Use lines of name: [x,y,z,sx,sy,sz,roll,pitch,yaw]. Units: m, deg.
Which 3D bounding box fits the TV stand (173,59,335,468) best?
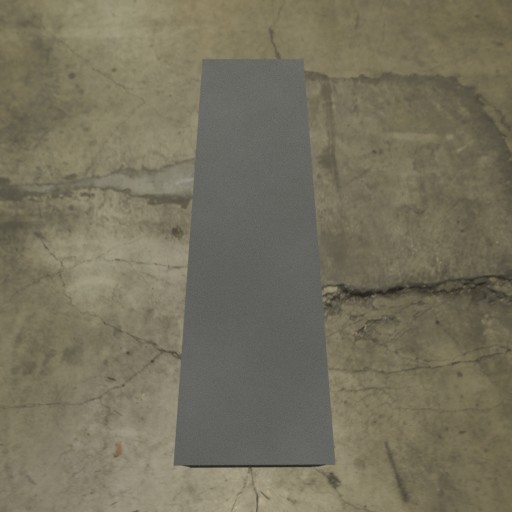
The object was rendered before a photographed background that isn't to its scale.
TV stand: [0.000,0.000,1.621,0.400,0.560,1.400,0,63,0]
